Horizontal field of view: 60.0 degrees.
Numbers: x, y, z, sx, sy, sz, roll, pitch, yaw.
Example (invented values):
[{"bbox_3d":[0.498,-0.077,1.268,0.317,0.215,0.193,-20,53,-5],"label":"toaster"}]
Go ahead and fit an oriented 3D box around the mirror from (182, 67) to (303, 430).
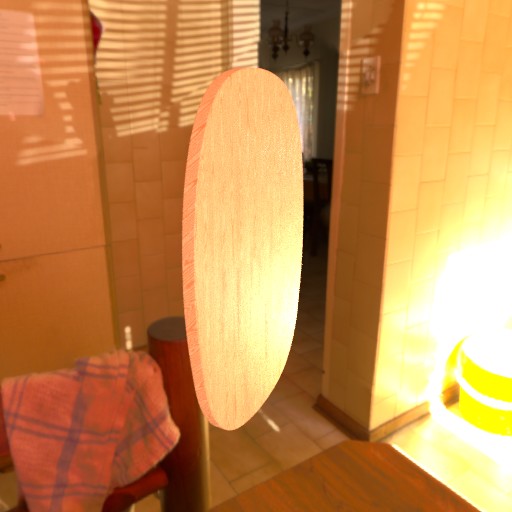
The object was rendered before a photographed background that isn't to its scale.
[{"bbox_3d":[0.000,0.000,1.374,0.037,1.075,0.724,8,18,25],"label":"mirror"}]
